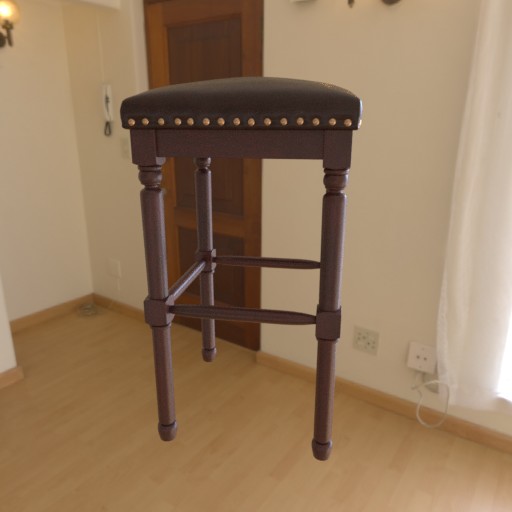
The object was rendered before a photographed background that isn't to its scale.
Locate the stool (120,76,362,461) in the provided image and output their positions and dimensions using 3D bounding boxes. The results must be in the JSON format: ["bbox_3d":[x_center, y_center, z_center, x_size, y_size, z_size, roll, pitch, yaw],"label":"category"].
[{"bbox_3d":[0.000,0.000,0.938,0.382,0.702,0.383,3,17,9],"label":"stool"}]
